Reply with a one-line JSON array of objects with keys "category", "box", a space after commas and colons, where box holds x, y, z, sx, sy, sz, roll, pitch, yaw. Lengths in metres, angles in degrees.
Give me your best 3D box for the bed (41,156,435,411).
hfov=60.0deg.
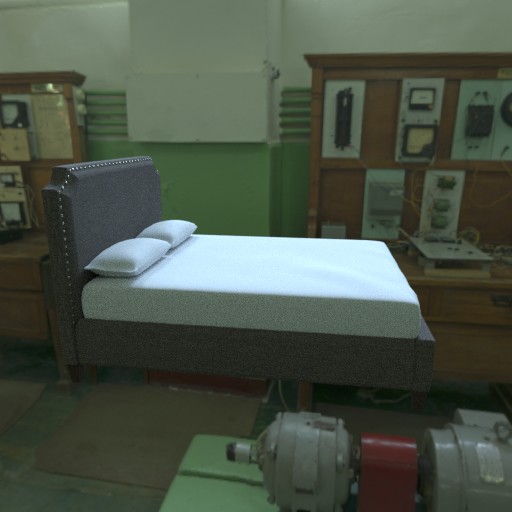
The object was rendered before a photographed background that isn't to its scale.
[{"category": "bed", "box": [0.000, 0.000, 3.481, 2.381, 1.457, 1.713, 2, 15, 8]}]
